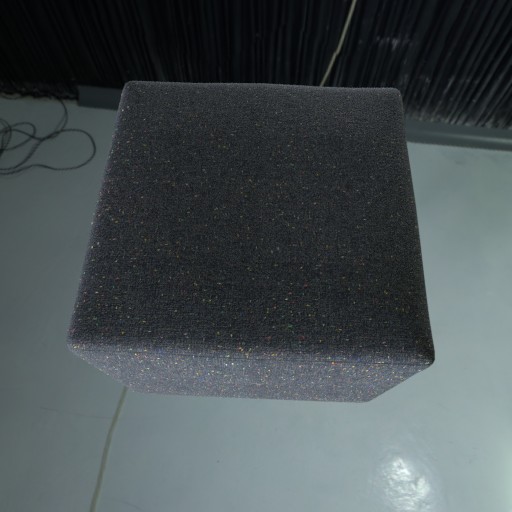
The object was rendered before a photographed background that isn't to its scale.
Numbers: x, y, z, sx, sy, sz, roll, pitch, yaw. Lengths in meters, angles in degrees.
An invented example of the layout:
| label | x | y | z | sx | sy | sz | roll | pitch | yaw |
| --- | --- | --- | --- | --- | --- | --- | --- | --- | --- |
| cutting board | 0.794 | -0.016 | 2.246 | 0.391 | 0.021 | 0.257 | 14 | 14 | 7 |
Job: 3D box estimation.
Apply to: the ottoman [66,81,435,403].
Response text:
| label | x | y | z | sx | sy | sz | roll | pitch | yaw |
| --- | --- | --- | --- | --- | --- | --- | --- | --- | --- |
| ottoman | 0.000 | 0.000 | 0.867 | 0.508 | 0.432 | 0.508 | 2 | 64 | 1 |
